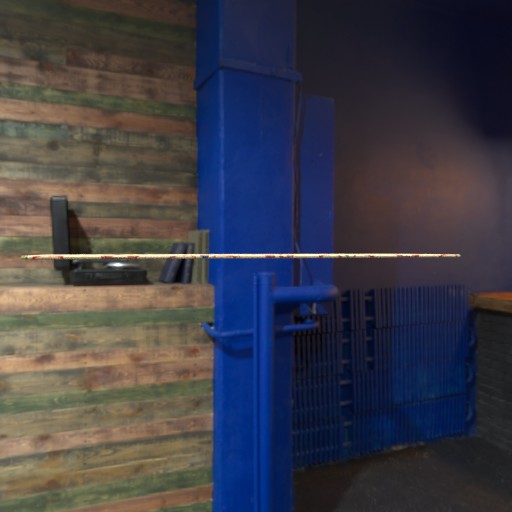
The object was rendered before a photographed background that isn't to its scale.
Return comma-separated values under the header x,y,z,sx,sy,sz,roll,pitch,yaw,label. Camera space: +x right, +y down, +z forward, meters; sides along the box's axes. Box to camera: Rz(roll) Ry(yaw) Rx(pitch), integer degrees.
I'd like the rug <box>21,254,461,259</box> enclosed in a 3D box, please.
x,y,z,sx,sy,sz,roll,pitch,yaw,label
0.000,0.000,2.499,2.273,0.016,0.693,0,1,-19,rug
